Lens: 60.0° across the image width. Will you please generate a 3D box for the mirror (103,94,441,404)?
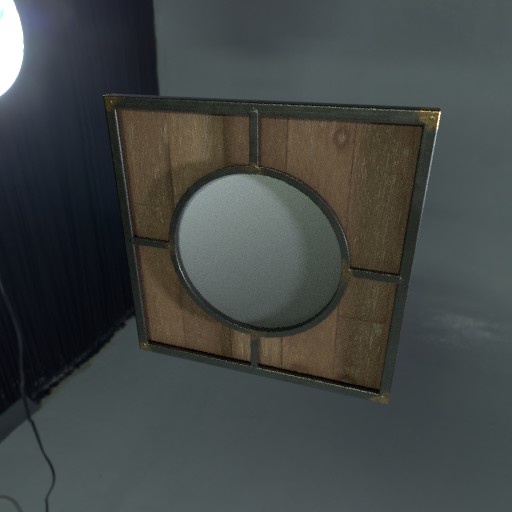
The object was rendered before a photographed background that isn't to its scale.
[{"bbox_3d":[0.000,0.000,0.572,0.382,0.381,0.020,8,28,16],"label":"mirror"}]
